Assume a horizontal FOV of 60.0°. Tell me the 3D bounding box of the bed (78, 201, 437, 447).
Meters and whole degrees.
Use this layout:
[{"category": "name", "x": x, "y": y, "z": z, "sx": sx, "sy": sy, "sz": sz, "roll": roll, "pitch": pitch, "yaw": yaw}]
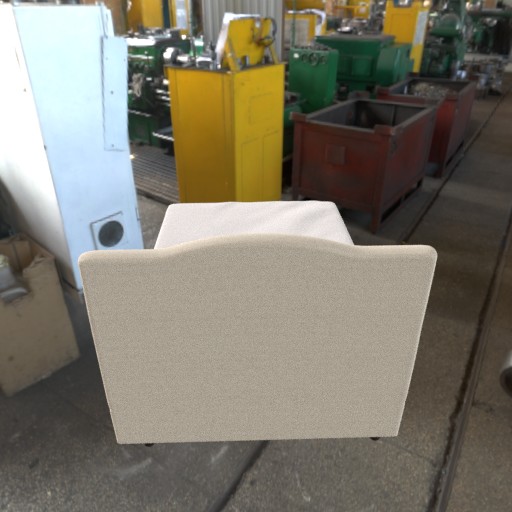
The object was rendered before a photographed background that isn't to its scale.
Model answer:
[{"category": "bed", "x": 0.000, "y": 0.000, "z": 3.296, "sx": 1.741, "sy": 1.449, "sz": 2.196, "roll": -1, "pitch": 31, "yaw": -2}]
